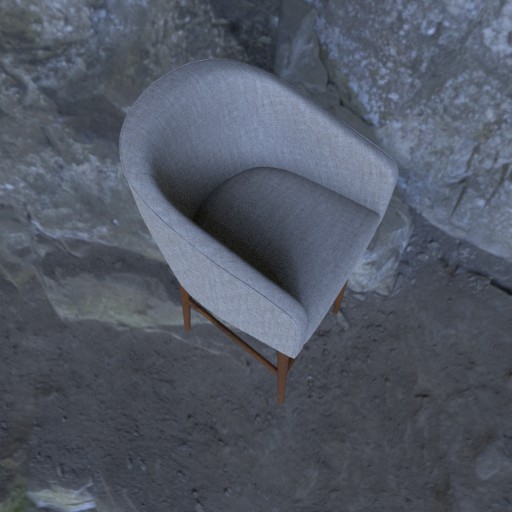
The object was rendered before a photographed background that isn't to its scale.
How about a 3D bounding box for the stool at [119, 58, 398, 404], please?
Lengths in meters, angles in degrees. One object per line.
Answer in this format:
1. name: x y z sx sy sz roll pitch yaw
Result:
1. stool: 0.000 0.000 1.449 0.607 1.078 0.559 29 63 17
